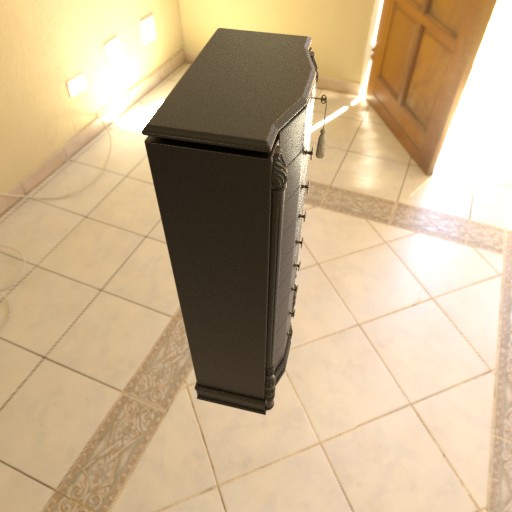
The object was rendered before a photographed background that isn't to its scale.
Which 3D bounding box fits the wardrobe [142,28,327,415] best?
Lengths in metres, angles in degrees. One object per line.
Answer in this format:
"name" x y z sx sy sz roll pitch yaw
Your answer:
"wardrobe" 0.000 0.000 1.209 0.295 1.011 0.444 10 49 9
